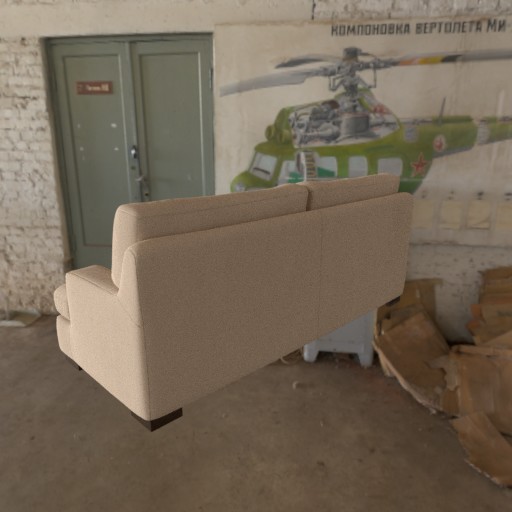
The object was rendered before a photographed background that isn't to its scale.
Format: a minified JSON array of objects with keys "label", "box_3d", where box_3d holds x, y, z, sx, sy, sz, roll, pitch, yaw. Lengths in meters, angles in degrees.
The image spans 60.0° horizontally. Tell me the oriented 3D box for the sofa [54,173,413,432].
[{"label":"sofa","box_3d":[0.000,0.000,2.686,2.147,0.925,0.929,-15,21,-43]}]
